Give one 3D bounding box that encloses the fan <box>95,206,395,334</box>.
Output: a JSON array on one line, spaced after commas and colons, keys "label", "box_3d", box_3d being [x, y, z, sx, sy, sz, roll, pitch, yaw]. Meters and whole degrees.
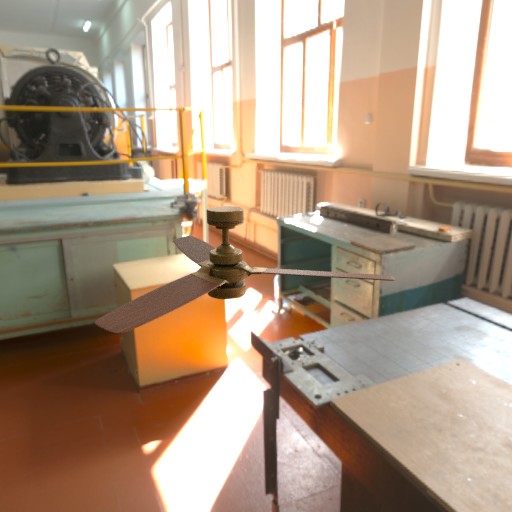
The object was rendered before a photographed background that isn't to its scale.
[{"label": "fan", "box_3d": [0.000, 0.000, 2.074, 1.271, 0.425, 1.416, 2, 15, 9]}]
